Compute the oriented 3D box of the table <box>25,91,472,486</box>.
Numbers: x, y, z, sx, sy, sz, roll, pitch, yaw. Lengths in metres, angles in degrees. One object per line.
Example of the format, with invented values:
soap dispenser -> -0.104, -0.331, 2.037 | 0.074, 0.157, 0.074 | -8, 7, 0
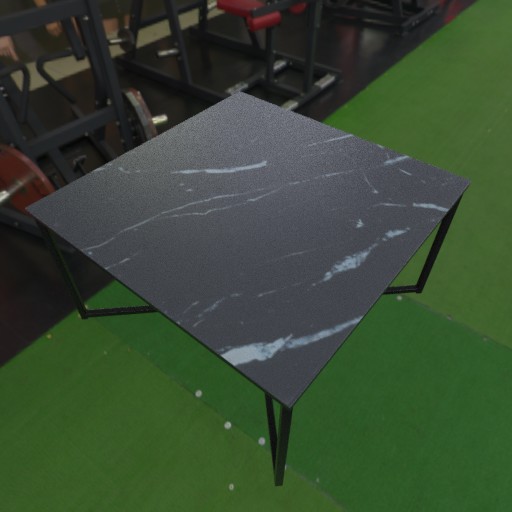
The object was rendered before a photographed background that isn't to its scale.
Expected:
table -> 0.000, 0.000, 1.278 | 0.800, 0.450, 0.800 | 31, 53, 26
